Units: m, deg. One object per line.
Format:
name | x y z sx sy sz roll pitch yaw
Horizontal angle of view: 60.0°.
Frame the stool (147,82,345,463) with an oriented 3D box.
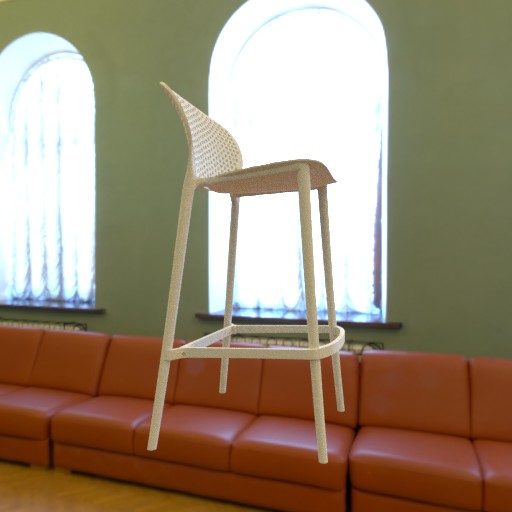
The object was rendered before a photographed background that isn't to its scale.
stool | 0.000 0.000 1.376 0.535 1.045 0.536 0 0 17
